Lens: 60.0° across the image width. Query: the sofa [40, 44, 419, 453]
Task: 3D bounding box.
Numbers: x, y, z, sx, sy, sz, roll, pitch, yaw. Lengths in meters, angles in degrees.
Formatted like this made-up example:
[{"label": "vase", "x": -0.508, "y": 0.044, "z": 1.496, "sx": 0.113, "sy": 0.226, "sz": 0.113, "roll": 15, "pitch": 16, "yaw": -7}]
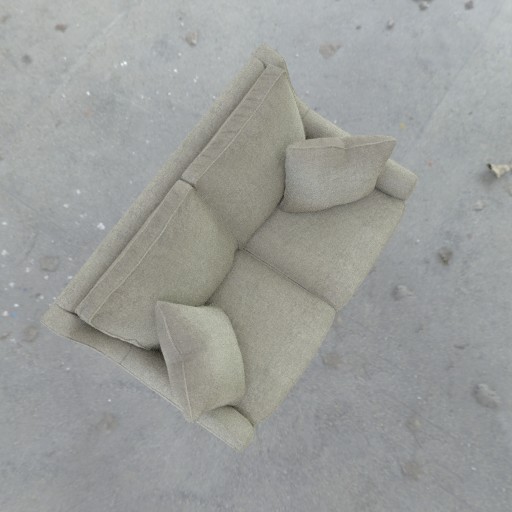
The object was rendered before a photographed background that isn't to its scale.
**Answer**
[{"label": "sofa", "x": 0.000, "y": 0.000, "z": 1.975, "sx": 0.915, "sy": 0.863, "sz": 1.422, "roll": 34, "pitch": 78, "yaw": 8}]
